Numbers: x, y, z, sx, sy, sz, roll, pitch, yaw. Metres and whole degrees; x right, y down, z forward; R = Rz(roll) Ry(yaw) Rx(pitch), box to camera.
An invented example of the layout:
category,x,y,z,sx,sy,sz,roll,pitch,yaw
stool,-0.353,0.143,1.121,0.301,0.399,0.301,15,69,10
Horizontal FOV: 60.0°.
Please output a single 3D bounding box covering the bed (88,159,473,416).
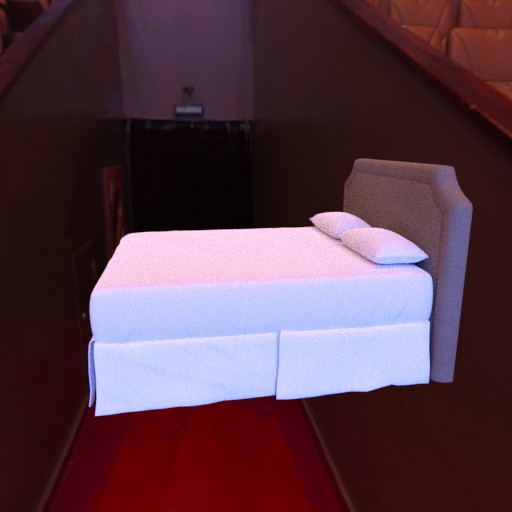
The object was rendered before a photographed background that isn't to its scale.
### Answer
category,x,y,z,sx,sy,sz,roll,pitch,yaw
bed,0.000,0.000,3.119,2.116,1.290,1.693,-2,14,-9
